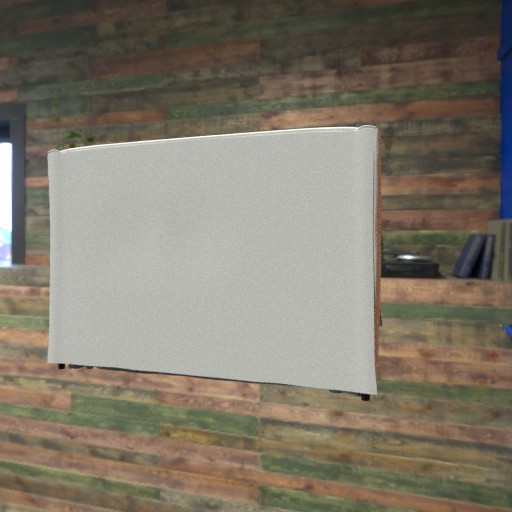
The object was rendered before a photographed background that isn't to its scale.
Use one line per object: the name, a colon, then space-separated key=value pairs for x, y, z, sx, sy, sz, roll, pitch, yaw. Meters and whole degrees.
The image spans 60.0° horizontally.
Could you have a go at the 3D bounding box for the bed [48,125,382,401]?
bed: x=0.000 y=0.000 z=3.431 sx=1.925 sy=1.332 sz=2.276 roll=1 pitch=2 yaw=18
